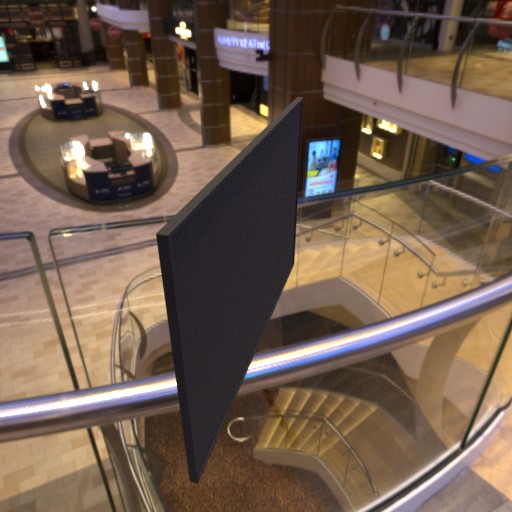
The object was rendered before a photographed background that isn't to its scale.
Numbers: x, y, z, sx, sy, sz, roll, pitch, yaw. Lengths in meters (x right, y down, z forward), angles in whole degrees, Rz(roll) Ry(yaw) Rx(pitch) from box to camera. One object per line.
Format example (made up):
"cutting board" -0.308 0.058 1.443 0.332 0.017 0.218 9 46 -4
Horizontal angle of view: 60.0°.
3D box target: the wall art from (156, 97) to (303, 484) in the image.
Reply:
"wall art" 0.000 0.000 1.523 0.028 0.805 1.190 9 33 15
